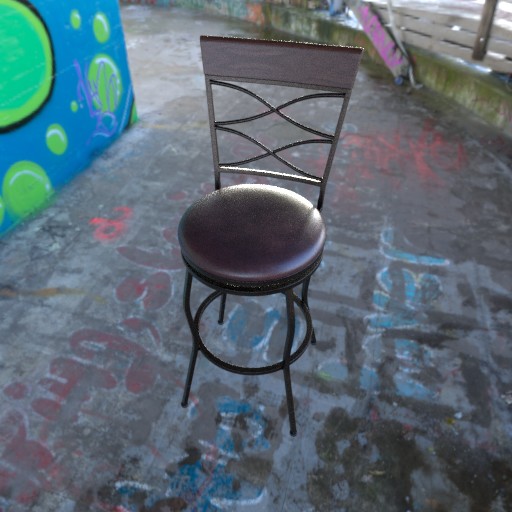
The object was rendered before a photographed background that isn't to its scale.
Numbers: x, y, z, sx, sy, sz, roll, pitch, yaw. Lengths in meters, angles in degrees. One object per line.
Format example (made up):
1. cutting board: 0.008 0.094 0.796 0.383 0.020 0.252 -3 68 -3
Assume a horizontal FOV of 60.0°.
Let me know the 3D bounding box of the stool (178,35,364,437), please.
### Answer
1. stool: 0.000 0.000 1.385 0.448 1.130 0.513 10 42 12
